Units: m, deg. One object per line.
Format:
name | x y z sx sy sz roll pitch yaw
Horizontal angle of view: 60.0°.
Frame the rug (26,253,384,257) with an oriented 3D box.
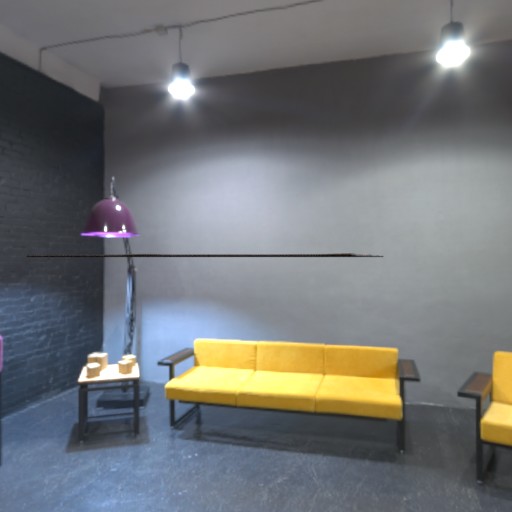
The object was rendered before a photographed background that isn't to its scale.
rug | 0.000 0.000 2.323 1.207 0.012 1.820 0 0 19
